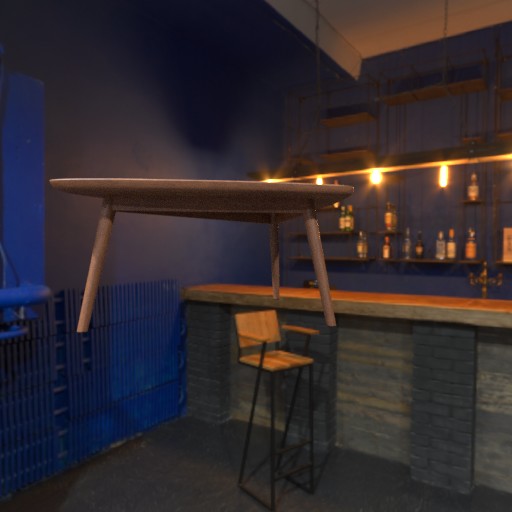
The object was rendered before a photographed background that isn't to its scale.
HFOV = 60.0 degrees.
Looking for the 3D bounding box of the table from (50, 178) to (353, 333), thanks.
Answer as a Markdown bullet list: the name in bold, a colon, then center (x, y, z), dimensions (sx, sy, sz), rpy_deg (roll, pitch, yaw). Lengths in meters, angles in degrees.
- **table**: center (0.000, 0.000, 1.306), dimensions (0.601, 0.365, 1.008), rpy_deg (1, 1, 36)
